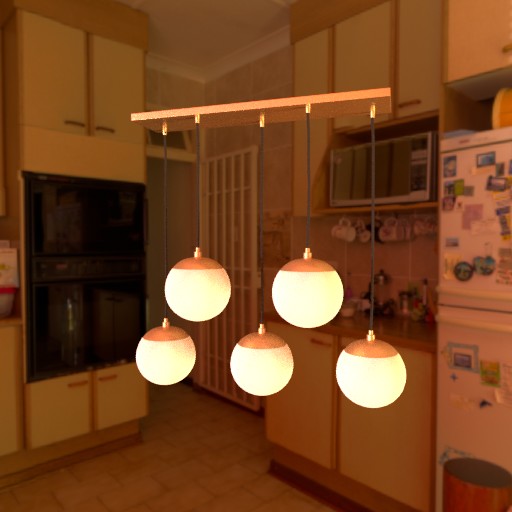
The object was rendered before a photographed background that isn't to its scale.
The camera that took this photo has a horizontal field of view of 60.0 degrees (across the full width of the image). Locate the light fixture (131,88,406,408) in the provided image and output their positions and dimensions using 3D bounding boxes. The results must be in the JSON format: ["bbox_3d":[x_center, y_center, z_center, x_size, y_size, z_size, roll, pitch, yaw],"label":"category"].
[{"bbox_3d":[0.000,0.000,1.333,0.863,0.869,0.299,1,2,18],"label":"light fixture"}]
